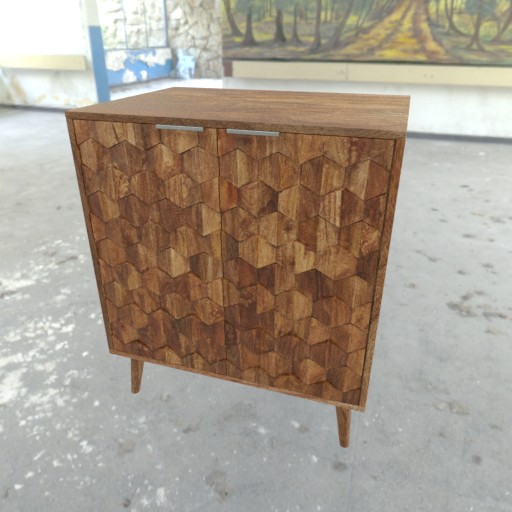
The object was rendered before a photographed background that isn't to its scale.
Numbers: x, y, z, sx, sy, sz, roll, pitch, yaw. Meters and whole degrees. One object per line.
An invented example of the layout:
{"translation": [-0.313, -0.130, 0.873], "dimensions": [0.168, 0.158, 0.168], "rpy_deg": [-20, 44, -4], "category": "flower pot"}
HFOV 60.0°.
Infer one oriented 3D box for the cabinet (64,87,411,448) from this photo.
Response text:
{"translation": [0.000, 0.000, 1.149], "dimensions": [0.647, 0.758, 0.473], "rpy_deg": [8, 28, 16], "category": "cabinet"}
